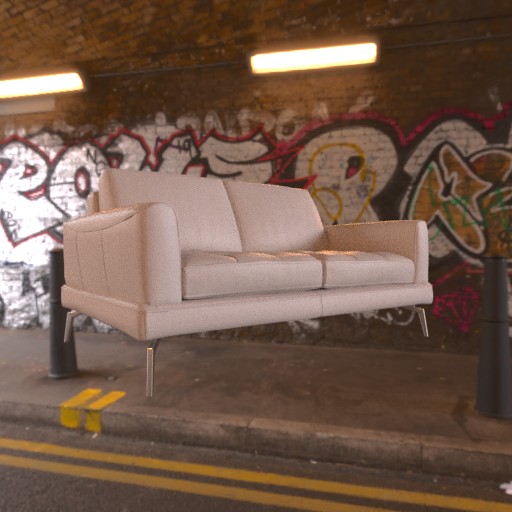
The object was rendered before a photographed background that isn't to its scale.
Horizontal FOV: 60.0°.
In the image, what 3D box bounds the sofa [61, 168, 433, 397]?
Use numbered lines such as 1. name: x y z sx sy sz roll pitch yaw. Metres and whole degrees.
1. sofa: 0.000 0.000 2.458 1.819 0.930 1.121 -1 1 -37
